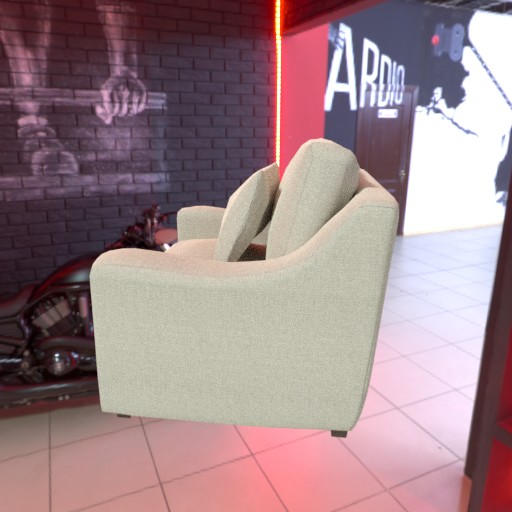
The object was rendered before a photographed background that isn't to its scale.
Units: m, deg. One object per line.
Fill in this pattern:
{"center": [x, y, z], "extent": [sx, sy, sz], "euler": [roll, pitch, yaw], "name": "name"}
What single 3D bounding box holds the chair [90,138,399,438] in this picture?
{"center": [0.000, 0.000, 1.979], "extent": [1.009, 1.016, 1.178], "euler": [2, 16, 8], "name": "chair"}
